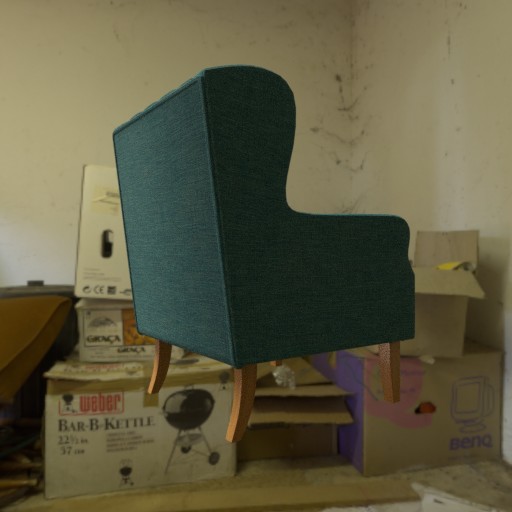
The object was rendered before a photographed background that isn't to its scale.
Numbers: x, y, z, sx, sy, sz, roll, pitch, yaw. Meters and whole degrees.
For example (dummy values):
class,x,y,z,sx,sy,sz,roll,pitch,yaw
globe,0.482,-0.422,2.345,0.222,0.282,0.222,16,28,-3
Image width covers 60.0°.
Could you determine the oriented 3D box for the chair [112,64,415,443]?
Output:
class,x,y,z,sx,sy,sz,roll,pitch,yaw
chair,0.000,0.000,1.497,0.775,0.952,0.711,0,0,-37
